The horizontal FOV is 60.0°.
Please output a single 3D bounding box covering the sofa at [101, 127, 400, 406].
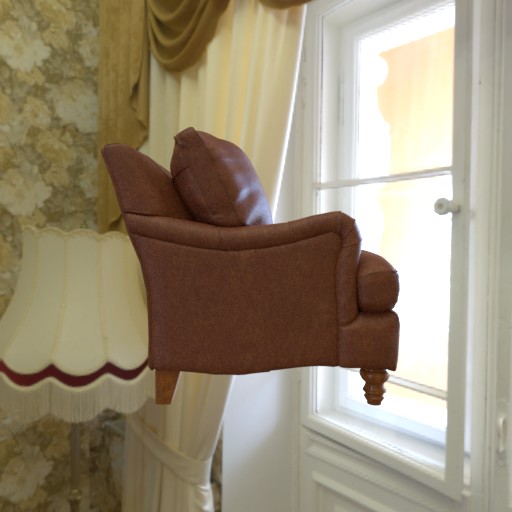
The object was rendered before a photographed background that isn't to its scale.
[{"bbox_3d":[0.000,0.000,2.678,1.147,1.071,2.144,0,2,1],"label":"sofa"}]
